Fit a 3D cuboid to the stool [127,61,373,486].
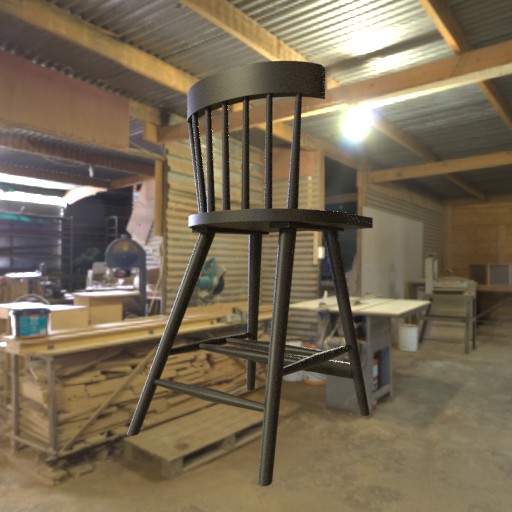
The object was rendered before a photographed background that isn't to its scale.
[{"bbox_3d":[0.000,0.000,1.266,0.494,0.953,0.549,0,-1,37],"label":"stool"}]
